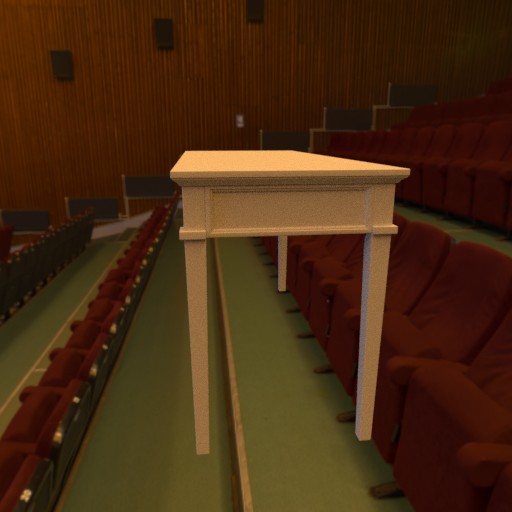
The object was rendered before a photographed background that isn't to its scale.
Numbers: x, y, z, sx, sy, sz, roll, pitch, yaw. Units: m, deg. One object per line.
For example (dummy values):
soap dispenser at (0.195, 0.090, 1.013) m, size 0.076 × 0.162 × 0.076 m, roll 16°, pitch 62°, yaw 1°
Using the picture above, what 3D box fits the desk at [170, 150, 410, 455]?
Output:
desk at (0.000, 0.000, 1.769) m, size 0.559 × 0.774 × 1.372 m, roll -2°, pitch 15°, yaw -7°
